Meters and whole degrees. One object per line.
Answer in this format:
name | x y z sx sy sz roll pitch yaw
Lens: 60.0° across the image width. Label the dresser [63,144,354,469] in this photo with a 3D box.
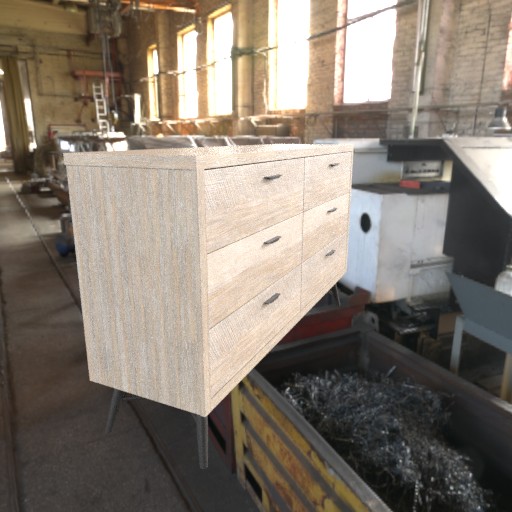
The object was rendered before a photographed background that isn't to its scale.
dresser | 0.000 0.000 1.923 0.457 0.914 1.524 7 17 25
